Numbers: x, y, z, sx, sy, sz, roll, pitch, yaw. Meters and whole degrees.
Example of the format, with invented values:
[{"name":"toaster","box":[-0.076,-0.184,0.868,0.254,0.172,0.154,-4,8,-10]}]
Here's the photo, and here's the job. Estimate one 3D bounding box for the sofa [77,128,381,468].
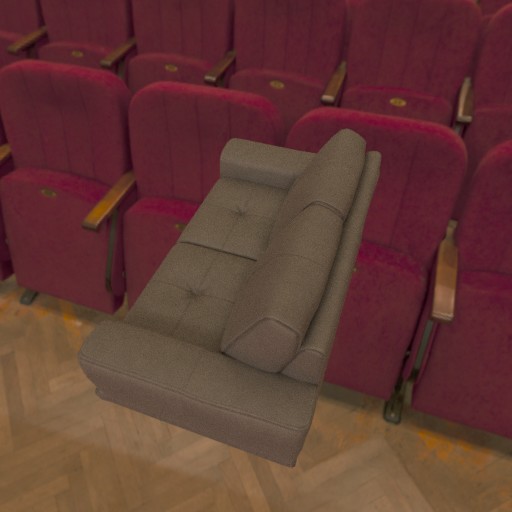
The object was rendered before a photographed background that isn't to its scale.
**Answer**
[{"name":"sofa","box":[0.000,0.000,2.357,1.018,0.907,1.806,15,49,13]}]
